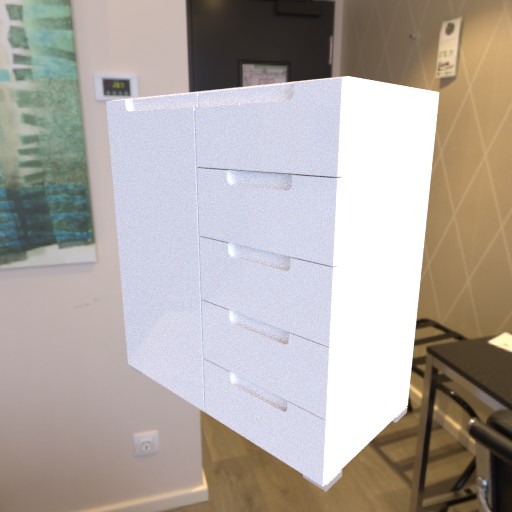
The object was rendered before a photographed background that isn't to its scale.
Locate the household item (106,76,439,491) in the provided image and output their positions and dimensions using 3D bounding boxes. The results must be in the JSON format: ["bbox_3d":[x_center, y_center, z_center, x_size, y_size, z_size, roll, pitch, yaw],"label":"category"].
[{"bbox_3d":[0.000,0.000,1.282,0.800,0.870,0.420,14,20,41],"label":"household item"}]
